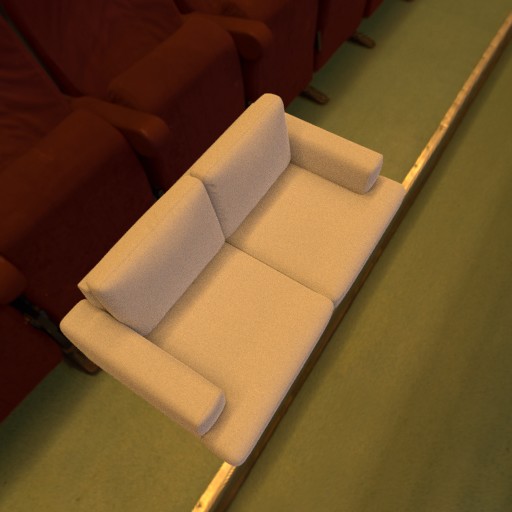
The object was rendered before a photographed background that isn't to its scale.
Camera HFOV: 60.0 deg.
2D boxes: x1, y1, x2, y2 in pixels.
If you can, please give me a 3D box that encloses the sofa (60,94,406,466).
[{"bbox_3d":[0.000,0.000,2.159,0.915,0.810,1.651,29,63,16],"label":"sofa"}]
